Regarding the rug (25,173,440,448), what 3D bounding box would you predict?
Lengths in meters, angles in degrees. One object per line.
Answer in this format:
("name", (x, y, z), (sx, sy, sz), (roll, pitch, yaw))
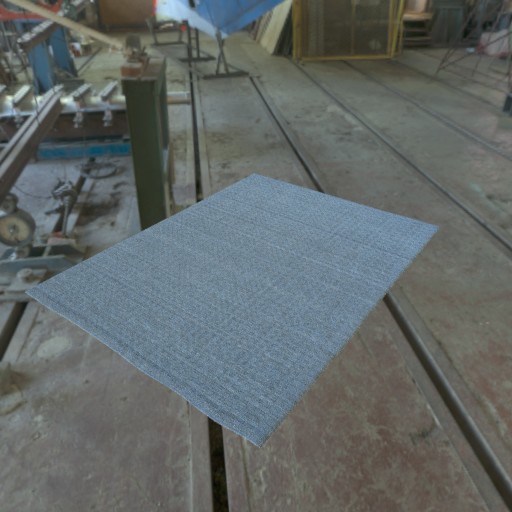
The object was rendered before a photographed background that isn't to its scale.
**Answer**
("rug", (0.000, 0.000, 4.173), (2.443, 0.007, 3.200), (22, 39, 30))
